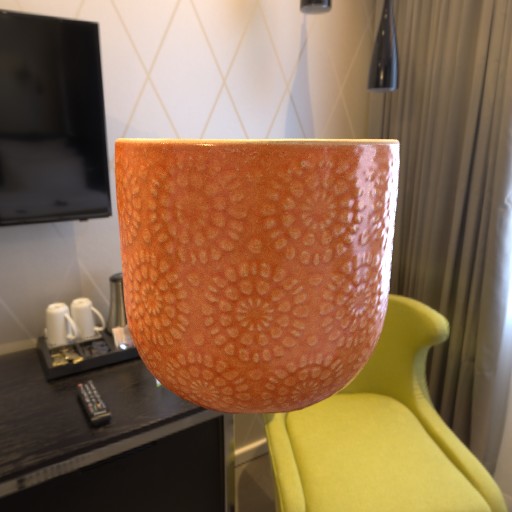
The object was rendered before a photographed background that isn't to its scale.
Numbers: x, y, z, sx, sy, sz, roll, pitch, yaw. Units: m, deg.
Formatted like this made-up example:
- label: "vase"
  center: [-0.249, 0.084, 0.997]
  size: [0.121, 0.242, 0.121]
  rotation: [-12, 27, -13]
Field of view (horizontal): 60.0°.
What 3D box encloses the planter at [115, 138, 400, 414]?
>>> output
- label: "planter"
  center: [0.000, 0.000, 0.284]
  size: [0.170, 0.152, 0.170]
  rotation: [0, 15, 0]
